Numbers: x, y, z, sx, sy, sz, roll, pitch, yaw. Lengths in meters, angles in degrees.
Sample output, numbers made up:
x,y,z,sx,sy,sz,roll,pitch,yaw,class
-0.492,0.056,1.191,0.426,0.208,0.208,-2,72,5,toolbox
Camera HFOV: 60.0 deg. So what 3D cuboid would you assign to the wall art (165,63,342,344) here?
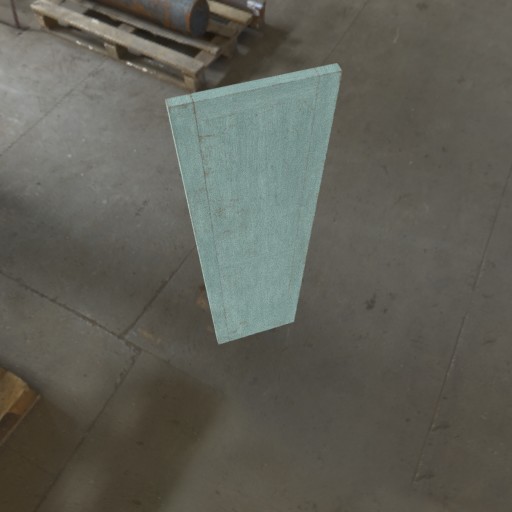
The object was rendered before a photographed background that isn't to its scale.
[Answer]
x,y,z,sx,sy,sz,roll,pitch,yaw,class
0.000,0.000,1.326,0.329,1.219,0.025,-15,61,-9,wall art
